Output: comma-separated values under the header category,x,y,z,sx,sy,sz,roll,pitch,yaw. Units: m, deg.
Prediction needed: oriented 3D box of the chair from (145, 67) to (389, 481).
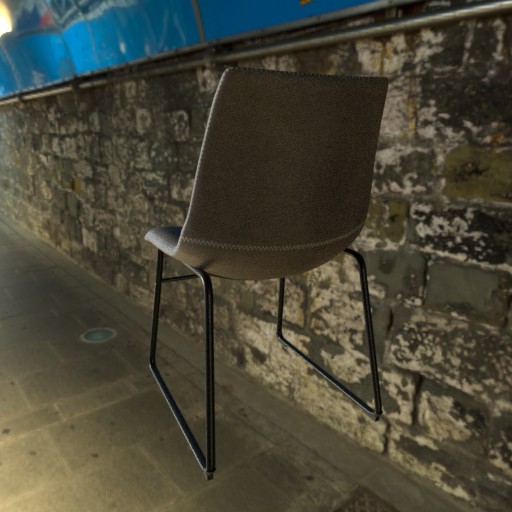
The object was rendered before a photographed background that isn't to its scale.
category,x,y,z,sx,sy,sz,roll,pitch,yaw
chair,0.000,0.000,1.086,0.460,0.780,0.550,-7,17,-25
